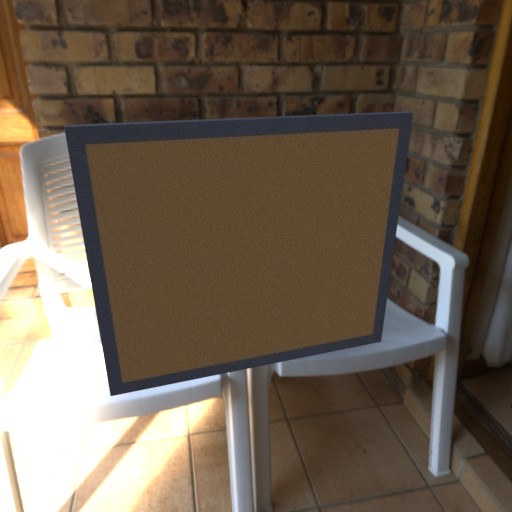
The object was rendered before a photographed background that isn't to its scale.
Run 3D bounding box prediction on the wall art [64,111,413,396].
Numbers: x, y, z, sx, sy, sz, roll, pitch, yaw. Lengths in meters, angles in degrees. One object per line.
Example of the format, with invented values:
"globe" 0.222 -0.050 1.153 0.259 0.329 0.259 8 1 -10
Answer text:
"wall art" 0.000 0.000 0.933 0.660 0.558 0.026 -7 25 -16
